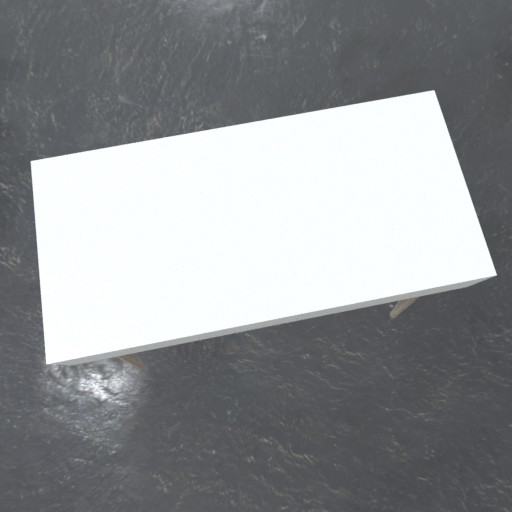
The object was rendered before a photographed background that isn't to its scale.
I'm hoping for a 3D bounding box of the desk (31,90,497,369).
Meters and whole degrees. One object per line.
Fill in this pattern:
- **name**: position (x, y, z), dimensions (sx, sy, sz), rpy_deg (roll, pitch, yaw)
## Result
- **desk**: position (0.000, 0.000, 1.350), dimensions (0.979, 0.723, 0.491), rpy_deg (-11, 76, -3)
